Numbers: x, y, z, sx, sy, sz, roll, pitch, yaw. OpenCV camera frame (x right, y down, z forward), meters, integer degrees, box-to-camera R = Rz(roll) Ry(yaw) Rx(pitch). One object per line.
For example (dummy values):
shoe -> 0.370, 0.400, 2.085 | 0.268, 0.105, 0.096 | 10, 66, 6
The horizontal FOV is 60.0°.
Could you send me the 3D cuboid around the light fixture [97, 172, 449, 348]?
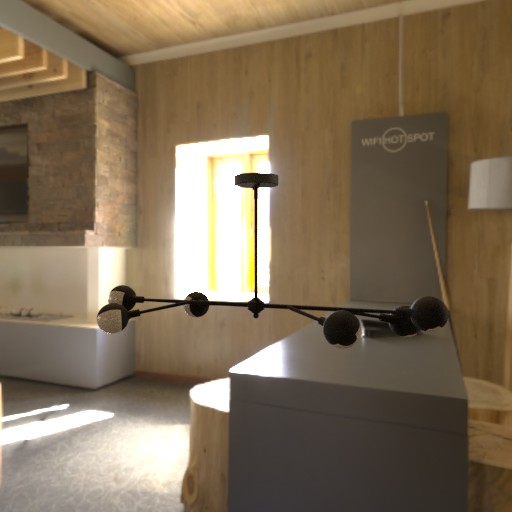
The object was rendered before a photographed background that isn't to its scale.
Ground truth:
light fixture -> 0.000, 0.000, 1.008 | 0.778, 0.362, 0.434 | 1, 1, 37
